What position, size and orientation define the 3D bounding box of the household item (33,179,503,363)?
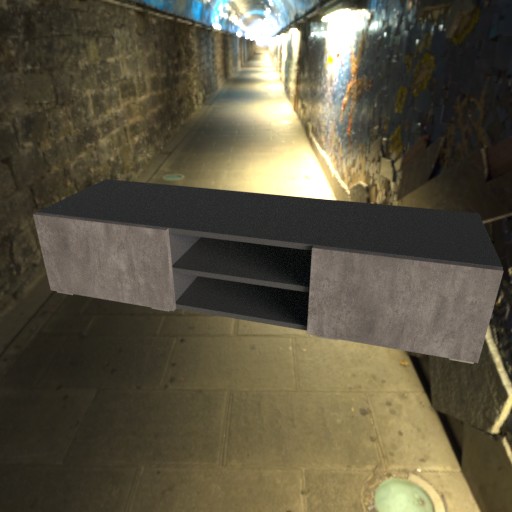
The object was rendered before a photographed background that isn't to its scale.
[{"bbox_3d":[0.000,0.000,1.520,1.400,0.310,0.420,7,27,15],"label":"household item"}]
